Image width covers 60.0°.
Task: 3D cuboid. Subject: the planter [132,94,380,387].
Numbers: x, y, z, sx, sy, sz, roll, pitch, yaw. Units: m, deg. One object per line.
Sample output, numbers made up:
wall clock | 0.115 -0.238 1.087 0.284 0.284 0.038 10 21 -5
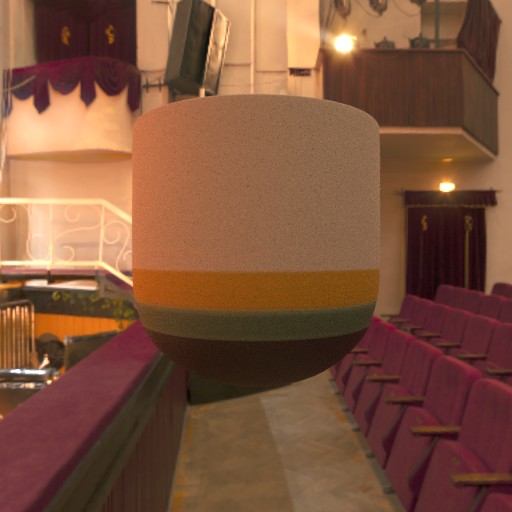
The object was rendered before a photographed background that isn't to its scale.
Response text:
planter | 0.000 0.000 0.498 0.268 0.270 0.268 0 0 0
